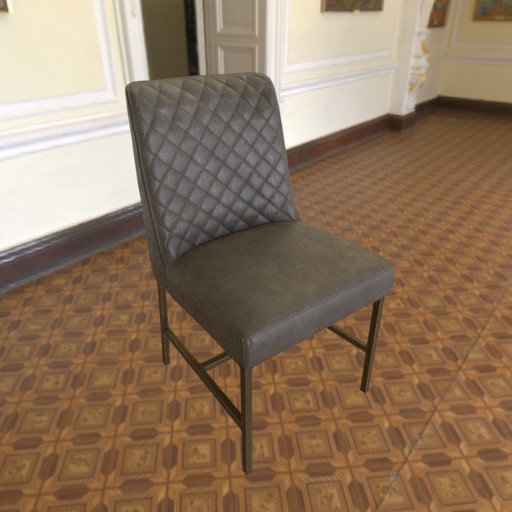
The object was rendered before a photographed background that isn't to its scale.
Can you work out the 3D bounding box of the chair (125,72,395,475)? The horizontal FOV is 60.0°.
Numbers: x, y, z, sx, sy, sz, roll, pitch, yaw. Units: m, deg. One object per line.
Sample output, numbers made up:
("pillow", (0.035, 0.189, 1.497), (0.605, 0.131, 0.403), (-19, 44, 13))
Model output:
("chair", (0.000, 0.000, 1.237), (0.508, 0.889, 0.587), (-20, 35, -32))
